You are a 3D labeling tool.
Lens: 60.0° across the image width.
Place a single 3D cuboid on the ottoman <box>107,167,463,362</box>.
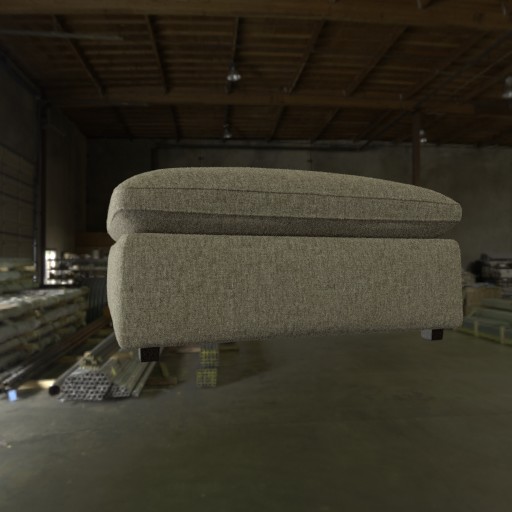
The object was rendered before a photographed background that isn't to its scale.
[{"bbox_3d":[0.000,0.000,1.643,1.039,0.526,1.035,0,-1,-20],"label":"ottoman"}]
